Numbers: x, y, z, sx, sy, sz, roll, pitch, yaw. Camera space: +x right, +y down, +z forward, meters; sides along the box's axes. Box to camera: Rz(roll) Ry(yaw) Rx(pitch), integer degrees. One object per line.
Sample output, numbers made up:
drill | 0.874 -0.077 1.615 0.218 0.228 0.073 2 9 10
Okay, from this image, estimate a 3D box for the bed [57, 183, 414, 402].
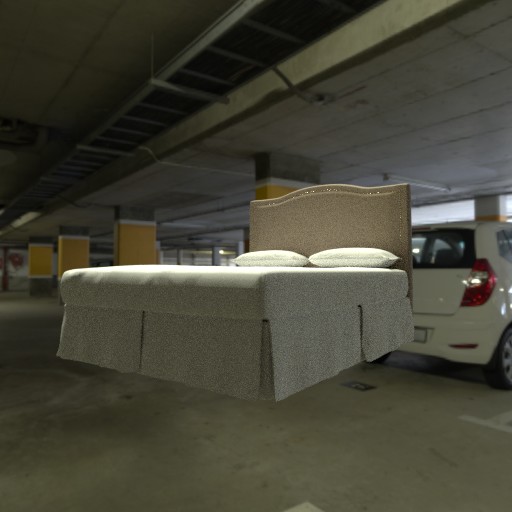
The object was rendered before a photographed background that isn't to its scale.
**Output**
bed | 0.000 0.000 3.430 1.821 1.436 2.282 -1 -2 36
